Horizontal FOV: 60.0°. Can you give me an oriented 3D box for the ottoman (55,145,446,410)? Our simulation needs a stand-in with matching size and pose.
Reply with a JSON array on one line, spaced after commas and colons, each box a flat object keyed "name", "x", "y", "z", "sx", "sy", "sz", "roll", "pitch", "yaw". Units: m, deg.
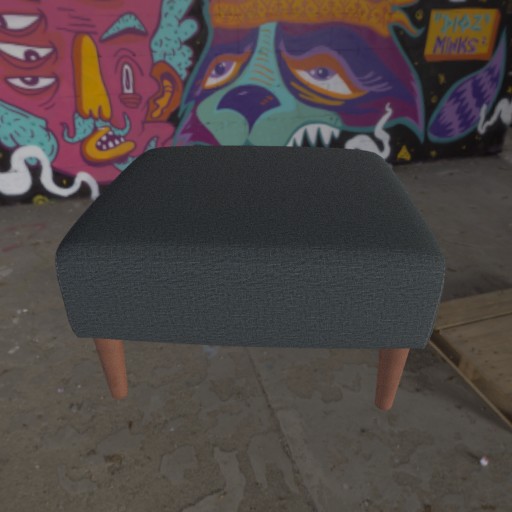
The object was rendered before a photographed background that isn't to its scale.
[{"name": "ottoman", "x": 0.000, "y": 0.000, "z": 1.053, "sx": 0.650, "sy": 0.398, "sz": 0.649, "roll": 1, "pitch": 30, "yaw": 3}]
